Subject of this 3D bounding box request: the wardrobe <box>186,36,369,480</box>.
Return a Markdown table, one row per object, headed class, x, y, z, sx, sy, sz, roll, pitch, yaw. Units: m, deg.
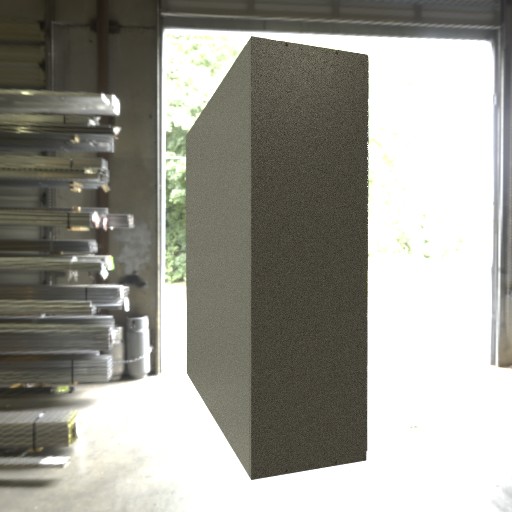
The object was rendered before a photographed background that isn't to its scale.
| class | x | y | z | sx | sy | sz | roll | pitch | yaw |
| --- | --- | --- | --- | --- | --- | --- | --- | --- | --- |
| wardrobe | 0.000 | 0.000 | 2.891 | 0.629 | 1.960 | 1.780 | 0 | 1 | -18 |
